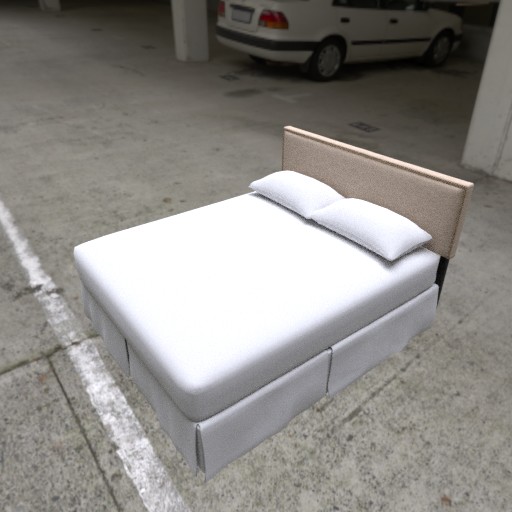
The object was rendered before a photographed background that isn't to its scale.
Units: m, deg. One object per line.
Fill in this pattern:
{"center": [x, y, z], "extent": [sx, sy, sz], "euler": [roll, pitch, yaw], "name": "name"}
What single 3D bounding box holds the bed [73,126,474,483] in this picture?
{"center": [0.000, 0.000, 2.790], "extent": [1.876, 1.016, 1.616], "euler": [-21, 37, -31], "name": "bed"}
